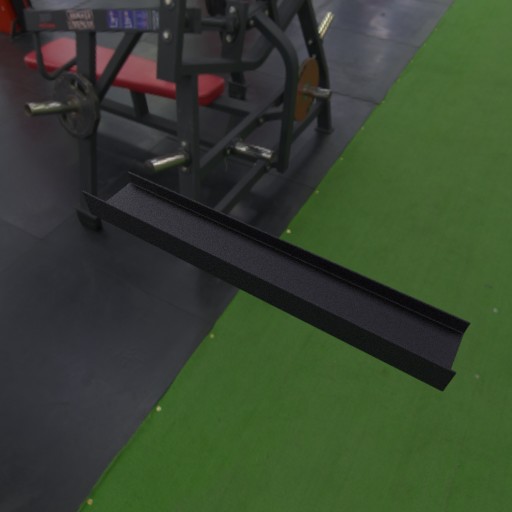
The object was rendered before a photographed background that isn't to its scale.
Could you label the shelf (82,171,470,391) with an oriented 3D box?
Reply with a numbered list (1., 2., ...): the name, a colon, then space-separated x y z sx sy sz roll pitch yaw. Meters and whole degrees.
1. shelf: 0.000 0.000 0.663 0.605 0.053 0.102 25 53 21
